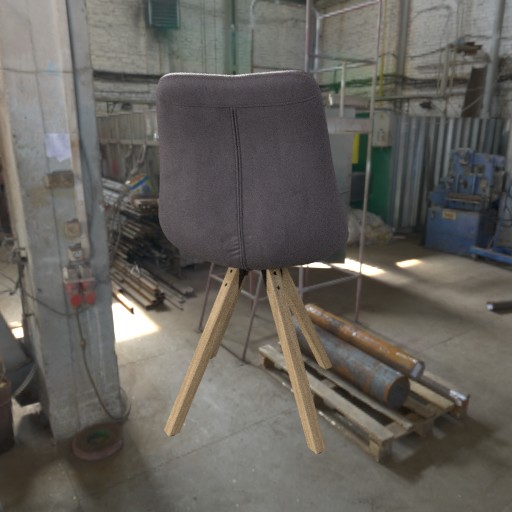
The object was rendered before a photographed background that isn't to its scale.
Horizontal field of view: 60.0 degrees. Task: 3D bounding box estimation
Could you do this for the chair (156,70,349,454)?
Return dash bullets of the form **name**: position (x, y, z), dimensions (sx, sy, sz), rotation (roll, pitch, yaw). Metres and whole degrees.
- **chair**: position (0.000, 0.000, 1.197), dimensions (0.483, 0.865, 0.547), rotation (3, 16, 10)
